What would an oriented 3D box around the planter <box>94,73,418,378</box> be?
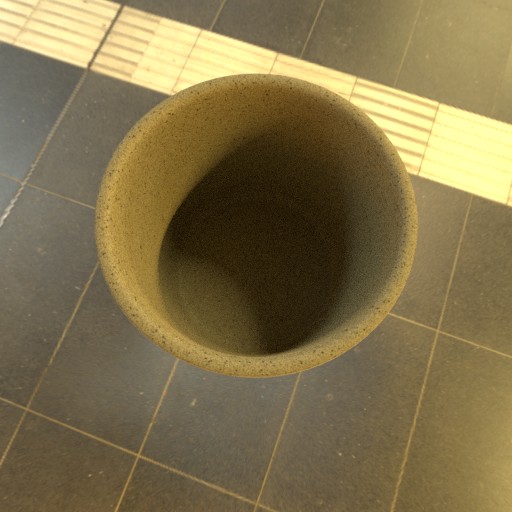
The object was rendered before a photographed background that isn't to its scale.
[{"bbox_3d":[0.000,0.000,0.356,0.191,0.199,0.191,0,74,0],"label":"planter"}]
